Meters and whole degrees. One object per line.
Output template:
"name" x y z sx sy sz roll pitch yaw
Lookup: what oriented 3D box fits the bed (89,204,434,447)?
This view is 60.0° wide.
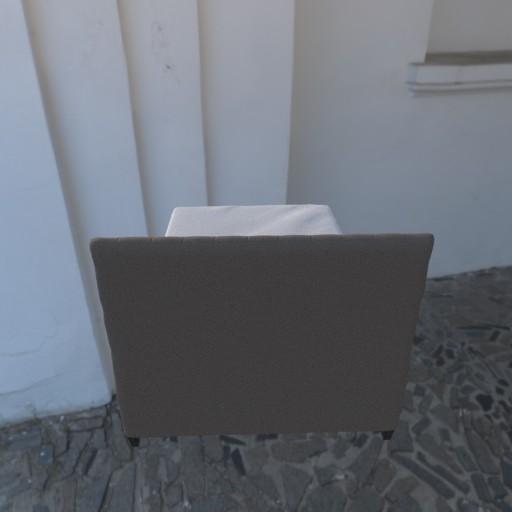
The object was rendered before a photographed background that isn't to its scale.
"bed" 0.000 0.000 3.481 1.698 1.427 2.387 -1 28 -2
